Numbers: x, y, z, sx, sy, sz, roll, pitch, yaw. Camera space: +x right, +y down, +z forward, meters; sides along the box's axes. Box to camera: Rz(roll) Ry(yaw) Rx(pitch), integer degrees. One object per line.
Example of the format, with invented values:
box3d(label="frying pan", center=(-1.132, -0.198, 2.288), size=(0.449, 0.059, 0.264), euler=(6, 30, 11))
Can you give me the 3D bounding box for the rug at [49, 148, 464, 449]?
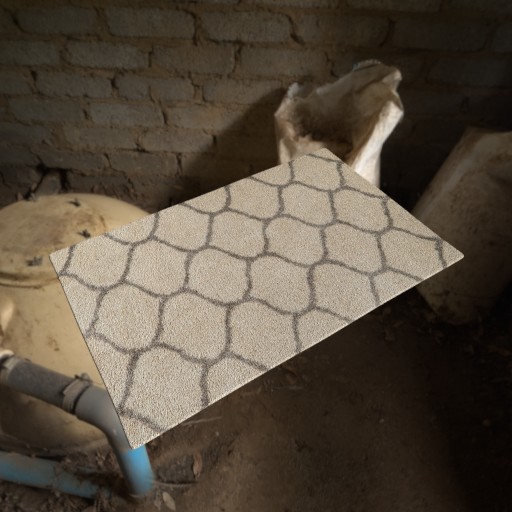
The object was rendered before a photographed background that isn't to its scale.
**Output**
box3d(label="rug", center=(0.000, 0.000, 2.963), size=(2.348, 0.024, 1.501), euler=(-25, 52, -21))
